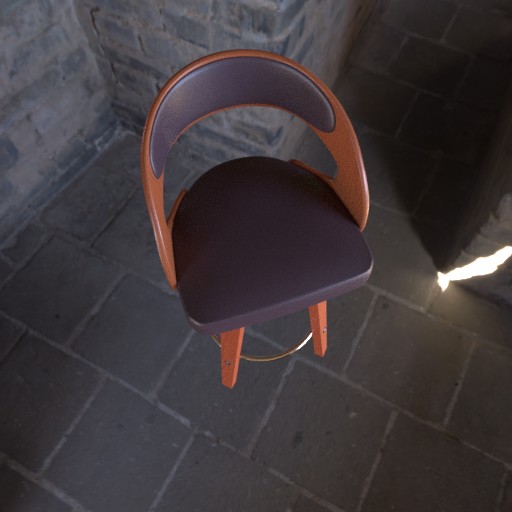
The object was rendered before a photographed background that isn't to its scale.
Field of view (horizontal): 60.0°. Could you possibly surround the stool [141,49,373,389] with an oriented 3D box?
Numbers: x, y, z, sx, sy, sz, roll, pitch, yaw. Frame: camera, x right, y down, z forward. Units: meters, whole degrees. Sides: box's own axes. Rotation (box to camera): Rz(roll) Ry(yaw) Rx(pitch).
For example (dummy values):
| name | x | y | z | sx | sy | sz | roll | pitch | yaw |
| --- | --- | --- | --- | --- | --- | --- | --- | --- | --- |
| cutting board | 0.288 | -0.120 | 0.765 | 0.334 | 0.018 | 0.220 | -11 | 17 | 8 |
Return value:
| name | x | y | z | sx | sy | sz | roll | pitch | yaw |
| --- | --- | --- | --- | --- | --- | --- | --- | --- | --- |
| stool | 0.000 | 0.000 | 1.195 | 0.457 | 0.940 | 0.457 | -17 | 64 | -8 |
